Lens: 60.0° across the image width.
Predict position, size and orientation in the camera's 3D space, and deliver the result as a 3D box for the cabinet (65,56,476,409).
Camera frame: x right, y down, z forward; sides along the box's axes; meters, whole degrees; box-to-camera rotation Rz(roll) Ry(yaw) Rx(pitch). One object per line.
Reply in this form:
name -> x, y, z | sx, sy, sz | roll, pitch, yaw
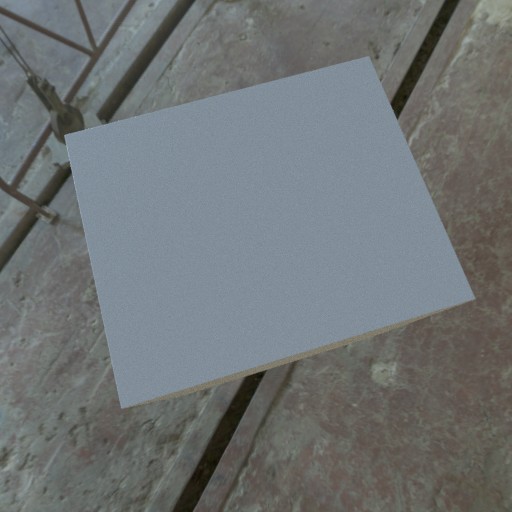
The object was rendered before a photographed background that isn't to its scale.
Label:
cabinet -> 0.000, 0.000, 0.748 | 0.400, 0.470, 0.360 | -16, 75, -4
